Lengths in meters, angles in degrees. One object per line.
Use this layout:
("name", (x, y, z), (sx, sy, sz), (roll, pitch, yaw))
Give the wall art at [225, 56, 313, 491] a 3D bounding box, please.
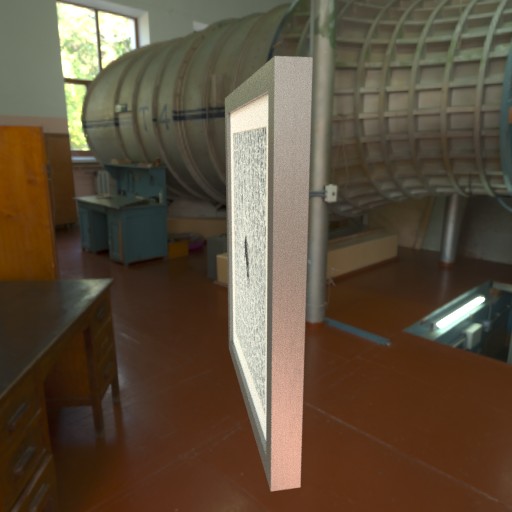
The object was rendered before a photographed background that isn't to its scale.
("wall art", (0.000, 0.000, 0.519), (0.030, 0.379, 0.308), (-3, 14, -10))
